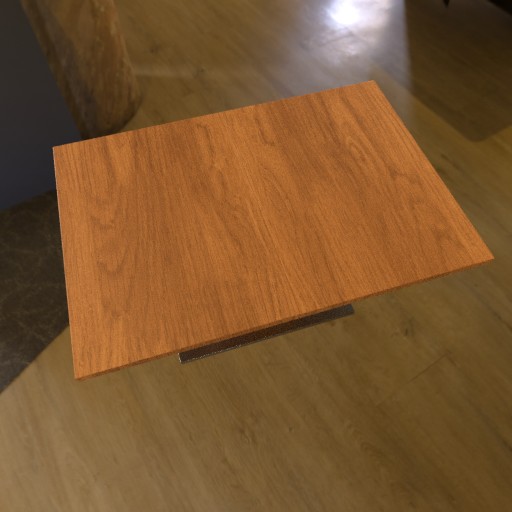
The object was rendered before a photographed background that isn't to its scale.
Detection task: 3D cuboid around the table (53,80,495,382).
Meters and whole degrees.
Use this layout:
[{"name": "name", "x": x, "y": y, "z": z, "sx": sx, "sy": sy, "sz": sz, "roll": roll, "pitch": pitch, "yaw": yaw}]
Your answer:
[{"name": "table", "x": 0.000, "y": 0.000, "z": 1.849, "sx": 1.300, "sy": 0.770, "sz": 0.900, "roll": -15, "pitch": 60, "yaw": -9}]
